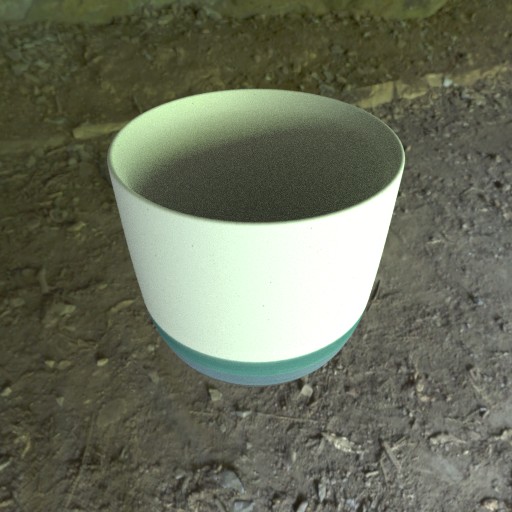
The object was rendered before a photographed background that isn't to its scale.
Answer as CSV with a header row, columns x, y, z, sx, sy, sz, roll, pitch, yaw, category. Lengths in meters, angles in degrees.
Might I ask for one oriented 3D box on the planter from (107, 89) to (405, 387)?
x,y,z,sx,sy,sz,roll,pitch,yaw,category
0.000,0.000,0.381,0.204,0.214,0.204,0,40,0,planter
